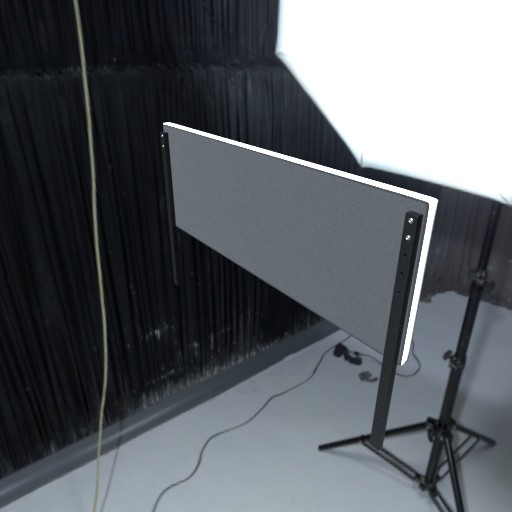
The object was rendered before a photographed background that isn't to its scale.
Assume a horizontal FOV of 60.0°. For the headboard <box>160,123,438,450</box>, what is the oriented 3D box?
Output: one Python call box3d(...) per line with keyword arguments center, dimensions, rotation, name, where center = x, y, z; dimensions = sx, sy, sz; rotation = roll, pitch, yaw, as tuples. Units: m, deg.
box3d(center=(0.000, 0.000, 2.932), dimensions=(0.120, 1.410, 2.362), rotation=(-19, 32, -33), name="headboard")
